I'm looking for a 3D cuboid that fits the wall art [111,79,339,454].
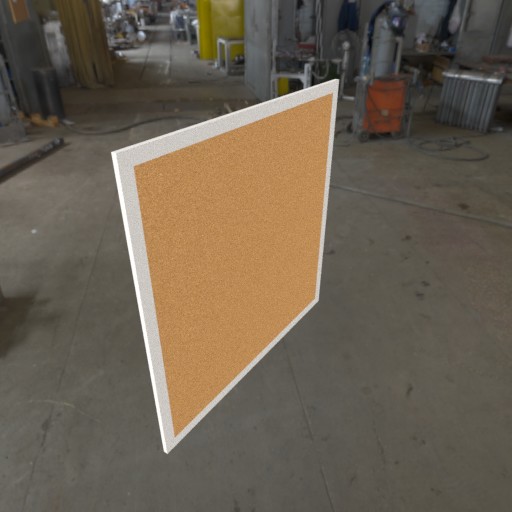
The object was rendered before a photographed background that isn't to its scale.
[{"bbox_3d":[0.000,0.000,0.849,0.009,0.559,0.558,21,37,30],"label":"wall art"}]
